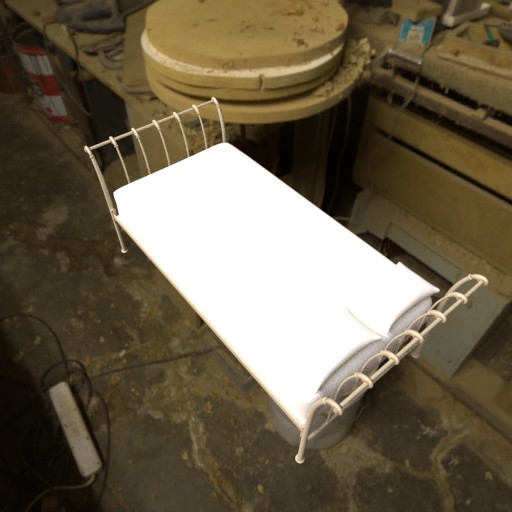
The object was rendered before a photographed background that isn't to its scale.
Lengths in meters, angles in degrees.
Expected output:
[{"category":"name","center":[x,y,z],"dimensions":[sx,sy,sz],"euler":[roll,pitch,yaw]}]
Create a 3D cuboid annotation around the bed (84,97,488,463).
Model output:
[{"category":"bed","center":[0.000,0.000,2.749],"dimensions":[1.032,0.873,2.228],"euler":[-31,55,-25]}]
